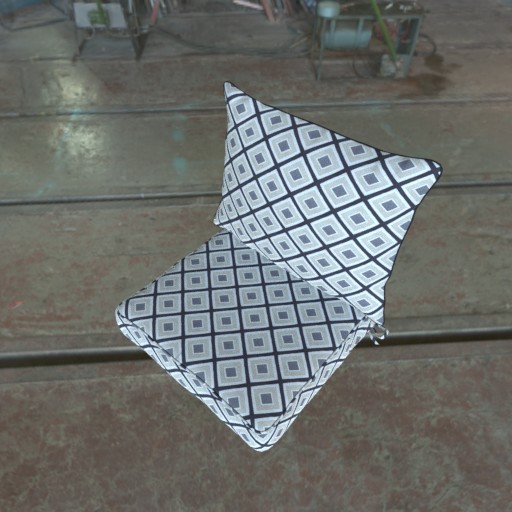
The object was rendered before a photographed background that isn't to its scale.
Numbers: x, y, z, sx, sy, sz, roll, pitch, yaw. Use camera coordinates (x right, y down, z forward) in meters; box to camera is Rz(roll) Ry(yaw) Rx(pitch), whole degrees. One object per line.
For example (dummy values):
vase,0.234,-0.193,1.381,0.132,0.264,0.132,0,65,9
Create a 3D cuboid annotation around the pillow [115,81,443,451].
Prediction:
pillow,0.000,0.000,1.389,0.798,0.722,0.733,32,53,27
